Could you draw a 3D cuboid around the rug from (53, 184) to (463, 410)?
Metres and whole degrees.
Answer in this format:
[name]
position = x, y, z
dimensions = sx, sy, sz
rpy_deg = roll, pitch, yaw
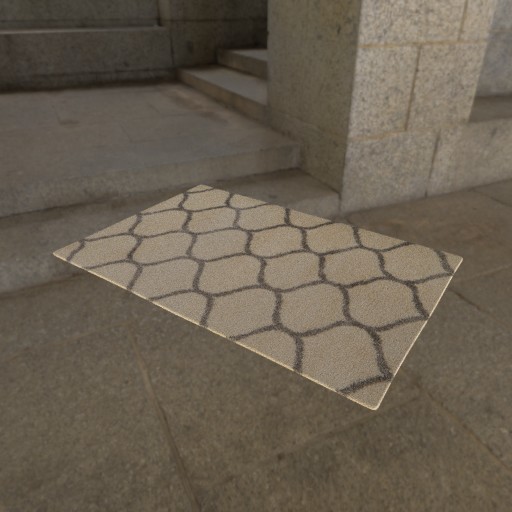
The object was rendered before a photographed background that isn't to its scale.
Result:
[rug]
position = 0.000, 0.000, 3.492
dimensions = 2.701, 0.026, 1.801
rpy_deg = 20, 36, 30
